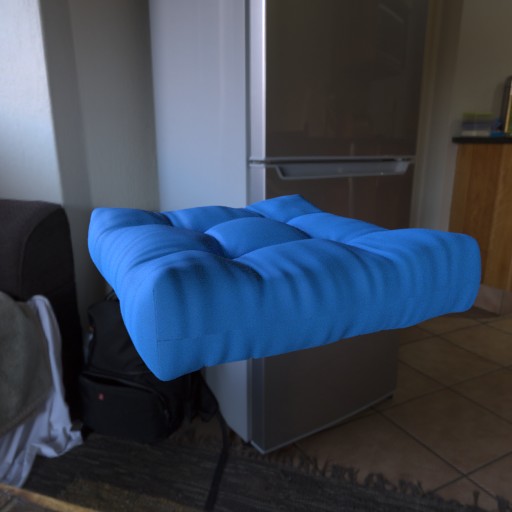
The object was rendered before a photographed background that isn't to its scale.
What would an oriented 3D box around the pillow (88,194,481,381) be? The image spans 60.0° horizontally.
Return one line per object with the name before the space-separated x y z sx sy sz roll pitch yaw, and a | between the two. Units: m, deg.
pillow | 0.000 0.000 0.709 0.468 0.128 0.490 -7 17 -25
